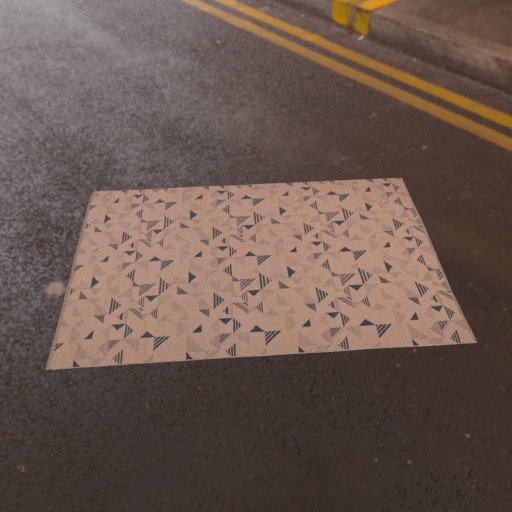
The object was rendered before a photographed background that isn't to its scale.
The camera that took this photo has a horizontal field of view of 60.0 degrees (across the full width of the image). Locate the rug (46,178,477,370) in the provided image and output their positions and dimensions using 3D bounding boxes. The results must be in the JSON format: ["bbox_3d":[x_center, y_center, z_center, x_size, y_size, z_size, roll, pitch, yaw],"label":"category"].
[{"bbox_3d":[0.000,0.000,2.999,2.457,0.009,1.512,-3,48,-3],"label":"rug"}]
